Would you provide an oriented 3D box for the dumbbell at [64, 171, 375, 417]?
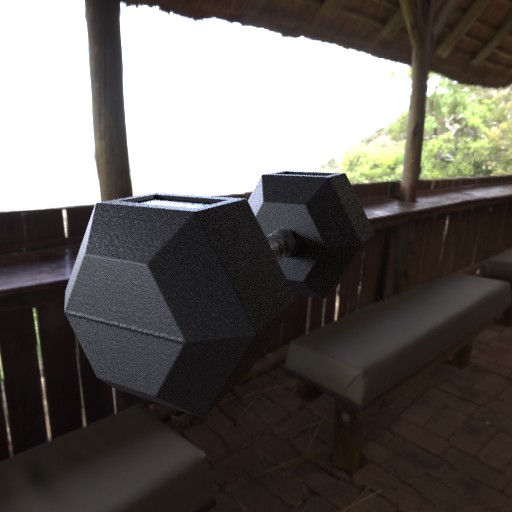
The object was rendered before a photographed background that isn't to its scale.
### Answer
[{"bbox_3d":[0.000,0.000,0.422,0.157,0.137,0.361,8,17,26],"label":"dumbbell"}]
